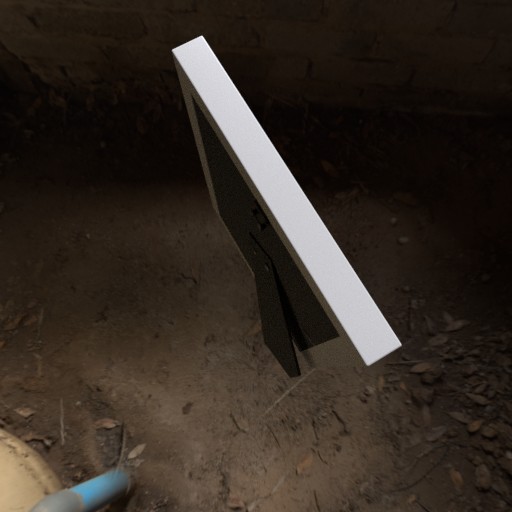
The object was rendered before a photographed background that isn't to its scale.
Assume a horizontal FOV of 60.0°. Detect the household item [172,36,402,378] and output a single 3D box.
[{"bbox_3d":[0.000,0.000,0.349,0.045,0.250,0.200,-29,78,-7],"label":"household item"}]
